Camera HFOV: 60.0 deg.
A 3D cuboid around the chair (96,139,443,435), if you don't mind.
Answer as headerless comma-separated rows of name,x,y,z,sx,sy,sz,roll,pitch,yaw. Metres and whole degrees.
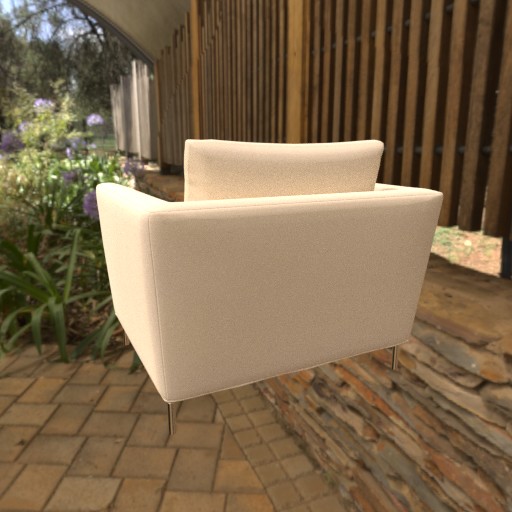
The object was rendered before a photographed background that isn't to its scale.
chair,0.000,0.000,1.713,1.041,0.865,0.889,-7,15,-26
